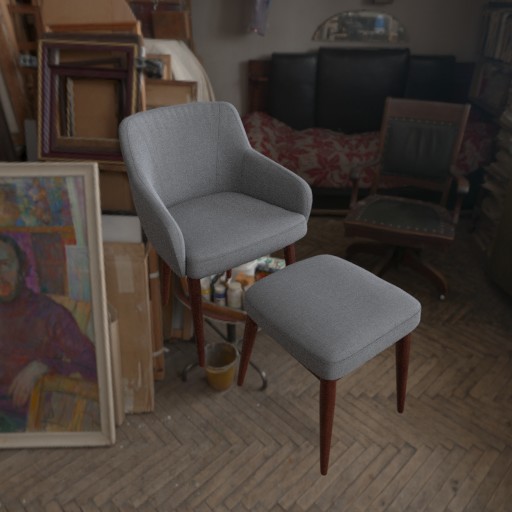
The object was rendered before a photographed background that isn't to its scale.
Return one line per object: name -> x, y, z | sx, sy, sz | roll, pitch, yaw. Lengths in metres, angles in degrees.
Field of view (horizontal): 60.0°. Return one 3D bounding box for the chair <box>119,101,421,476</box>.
chair -> 0.000, 0.000, 1.510 | 0.584, 0.799, 1.107 | -22, 38, -31
